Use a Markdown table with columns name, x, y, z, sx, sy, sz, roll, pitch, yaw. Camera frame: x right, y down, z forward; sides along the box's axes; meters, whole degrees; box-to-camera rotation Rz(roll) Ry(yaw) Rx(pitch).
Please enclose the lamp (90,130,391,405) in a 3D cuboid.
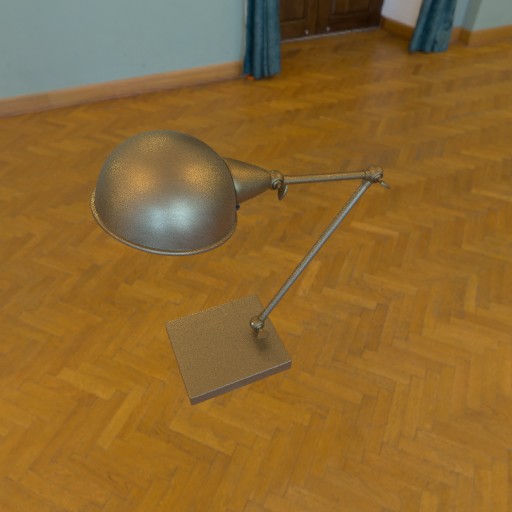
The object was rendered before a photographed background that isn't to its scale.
| name | x | y | z | sx | sy | sz | roll | pitch | yaw |
| --- | --- | --- | --- | --- | --- | --- | --- | --- | --- |
| lamp | 0.000 | 0.000 | 0.557 | 0.339 | 0.371 | 0.149 | -17 | 48 | -16 |
